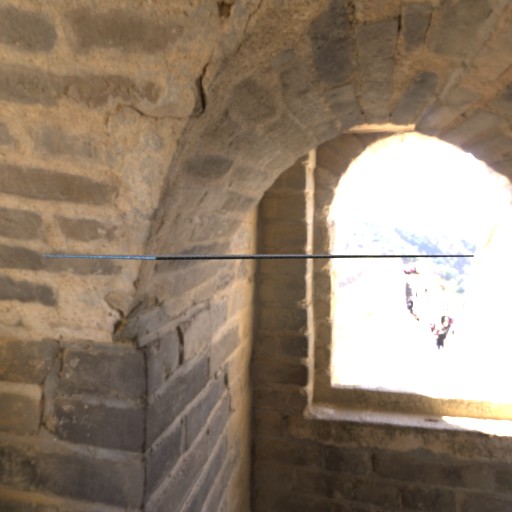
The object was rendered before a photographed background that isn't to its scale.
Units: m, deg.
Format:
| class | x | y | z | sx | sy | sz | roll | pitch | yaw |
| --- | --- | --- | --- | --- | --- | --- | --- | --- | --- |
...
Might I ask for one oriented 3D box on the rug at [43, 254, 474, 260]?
| class | x | y | z | sx | sy | sz | roll | pitch | yaw |
| --- | --- | --- | --- | --- | --- | --- | --- | --- | --- |
| rug | 0.000 | 0.000 | 4.006 | 3.050 | 0.016 | 2.441 | 0 | 0 | -37 |
